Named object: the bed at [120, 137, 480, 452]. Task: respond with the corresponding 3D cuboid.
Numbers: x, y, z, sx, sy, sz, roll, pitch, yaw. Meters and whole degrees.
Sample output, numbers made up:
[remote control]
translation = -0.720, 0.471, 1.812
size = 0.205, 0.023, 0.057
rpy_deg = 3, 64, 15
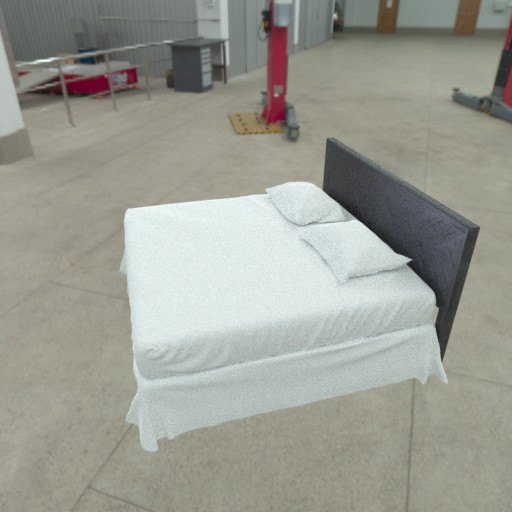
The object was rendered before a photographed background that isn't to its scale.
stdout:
[bed]
translation = 0.000, 0.000, 3.433
size = 2.165, 1.158, 2.255
rpy_deg = -8, 31, -14
